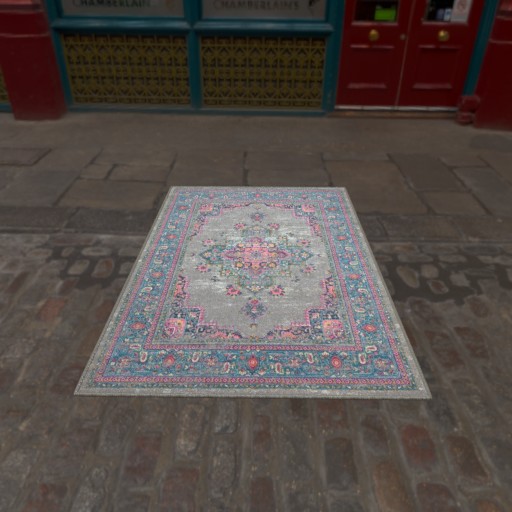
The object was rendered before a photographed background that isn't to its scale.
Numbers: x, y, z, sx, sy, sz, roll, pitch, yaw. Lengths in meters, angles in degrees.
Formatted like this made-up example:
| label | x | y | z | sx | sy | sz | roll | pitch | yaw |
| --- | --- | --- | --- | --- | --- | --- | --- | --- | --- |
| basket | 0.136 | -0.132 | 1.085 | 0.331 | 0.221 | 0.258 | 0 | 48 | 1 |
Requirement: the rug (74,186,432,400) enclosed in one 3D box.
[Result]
| label | x | y | z | sx | sy | sz | roll | pitch | yaw |
| --- | --- | --- | --- | --- | --- | --- | --- | --- | --- |
| rug | 0.000 | 0.000 | 2.152 | 1.144 | 0.014 | 1.748 | 0 | 31 | 1 |
